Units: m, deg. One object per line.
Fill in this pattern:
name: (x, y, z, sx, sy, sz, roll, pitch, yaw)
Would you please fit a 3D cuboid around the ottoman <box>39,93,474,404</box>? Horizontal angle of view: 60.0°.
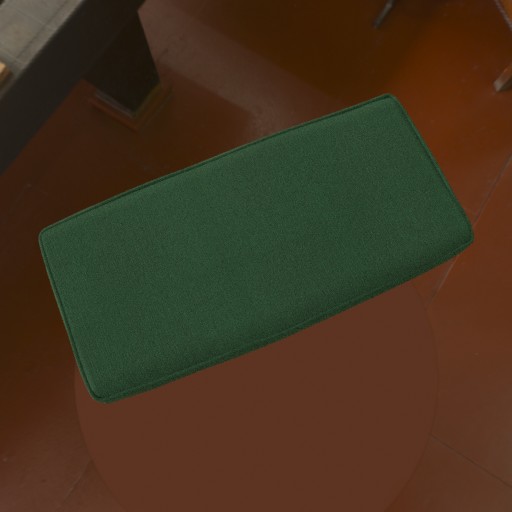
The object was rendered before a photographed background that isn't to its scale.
ottoman: (0.000, 0.000, 1.236, 0.957, 0.471, 0.483, -22, 78, -5)
